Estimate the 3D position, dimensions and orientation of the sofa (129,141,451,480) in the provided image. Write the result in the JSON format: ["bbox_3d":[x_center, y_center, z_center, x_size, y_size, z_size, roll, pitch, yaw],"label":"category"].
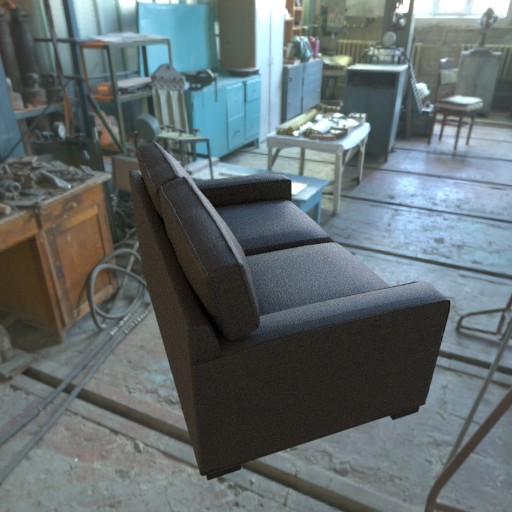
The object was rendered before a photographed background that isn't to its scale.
[{"bbox_3d":[0.000,0.000,2.135,0.974,0.887,1.534,-10,30,-18],"label":"sofa"}]
